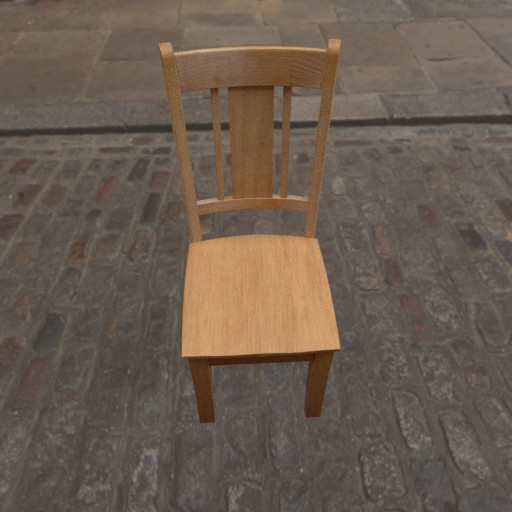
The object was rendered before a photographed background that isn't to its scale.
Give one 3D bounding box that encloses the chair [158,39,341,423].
[{"bbox_3d":[0.000,0.000,1.276,0.450,0.998,0.556,-2,46,-2],"label":"chair"}]
